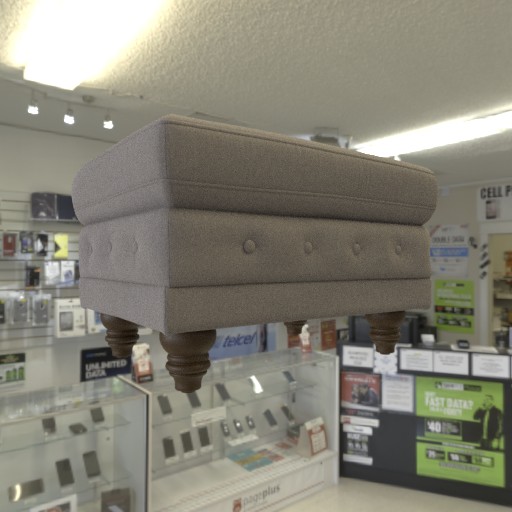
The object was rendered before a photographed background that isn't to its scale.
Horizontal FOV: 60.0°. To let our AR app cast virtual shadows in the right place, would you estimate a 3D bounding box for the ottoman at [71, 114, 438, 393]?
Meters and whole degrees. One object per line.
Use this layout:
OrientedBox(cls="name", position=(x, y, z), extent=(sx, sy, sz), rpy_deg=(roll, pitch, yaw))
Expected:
OrientedBox(cls="ottoman", position=(0.000, 0.000, 1.119), extent=(0.771, 0.500, 0.569), rpy_deg=(0, -1, -36))
